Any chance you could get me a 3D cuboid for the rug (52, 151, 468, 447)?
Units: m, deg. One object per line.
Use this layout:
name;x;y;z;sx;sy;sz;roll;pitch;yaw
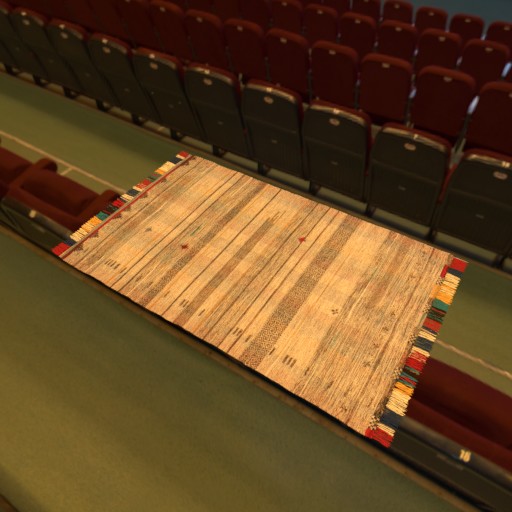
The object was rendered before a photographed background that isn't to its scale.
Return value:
rug;0.000;0.000;2.995;2.465;0.012;1.465;25;51;22
